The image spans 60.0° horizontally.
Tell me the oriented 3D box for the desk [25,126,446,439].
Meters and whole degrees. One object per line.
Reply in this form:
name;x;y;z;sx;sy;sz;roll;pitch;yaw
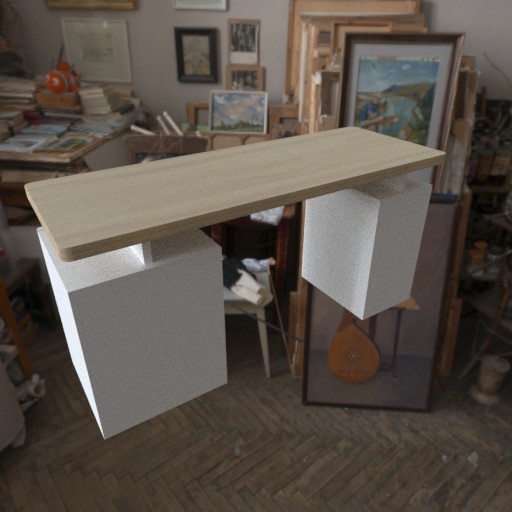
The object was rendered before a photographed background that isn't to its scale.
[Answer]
desk;0.000;0.000;1.821;1.500;0.755;0.550;-18;34;-28
